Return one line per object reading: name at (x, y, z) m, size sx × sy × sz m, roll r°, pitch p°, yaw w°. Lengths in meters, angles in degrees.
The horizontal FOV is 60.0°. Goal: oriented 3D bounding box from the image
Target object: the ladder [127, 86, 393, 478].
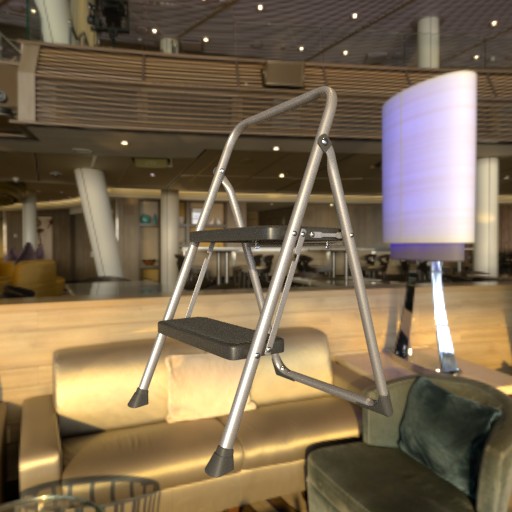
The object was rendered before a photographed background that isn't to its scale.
ladder at (0.000, 0.000, 1.028) m, size 0.472 × 0.720 × 0.430 m, roll -1°, pitch 1°, yaw -35°
